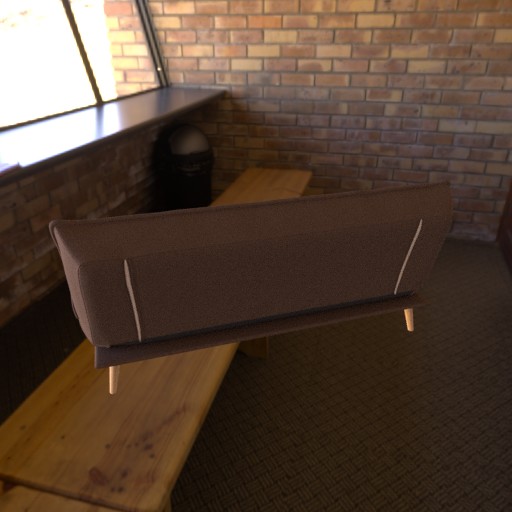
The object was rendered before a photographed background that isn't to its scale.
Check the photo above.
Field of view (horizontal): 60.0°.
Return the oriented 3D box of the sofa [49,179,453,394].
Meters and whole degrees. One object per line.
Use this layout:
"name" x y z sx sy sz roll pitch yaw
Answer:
"sofa" 0.000 0.000 2.491 1.940 0.890 0.950 -8 28 -16
